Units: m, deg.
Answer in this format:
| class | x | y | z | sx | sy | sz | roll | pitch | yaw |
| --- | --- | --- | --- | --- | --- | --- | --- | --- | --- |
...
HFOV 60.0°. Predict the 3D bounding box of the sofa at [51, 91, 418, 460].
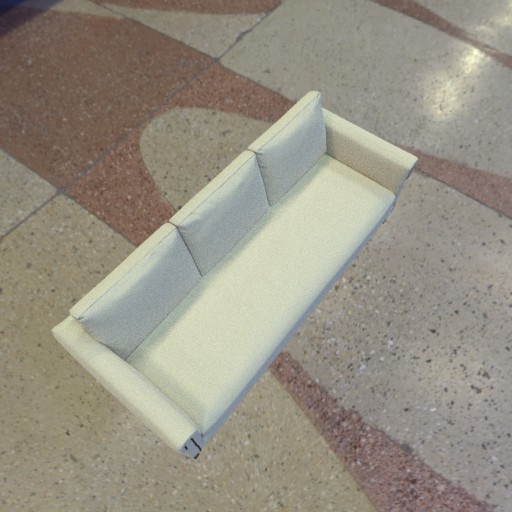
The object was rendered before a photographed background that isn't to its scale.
| class | x | y | z | sx | sy | sz | roll | pitch | yaw |
| --- | --- | --- | --- | --- | --- | --- | --- | --- | --- |
| sofa | 0.000 | 0.000 | 2.685 | 0.902 | 0.911 | 2.198 | 35 | 65 | 18 |
